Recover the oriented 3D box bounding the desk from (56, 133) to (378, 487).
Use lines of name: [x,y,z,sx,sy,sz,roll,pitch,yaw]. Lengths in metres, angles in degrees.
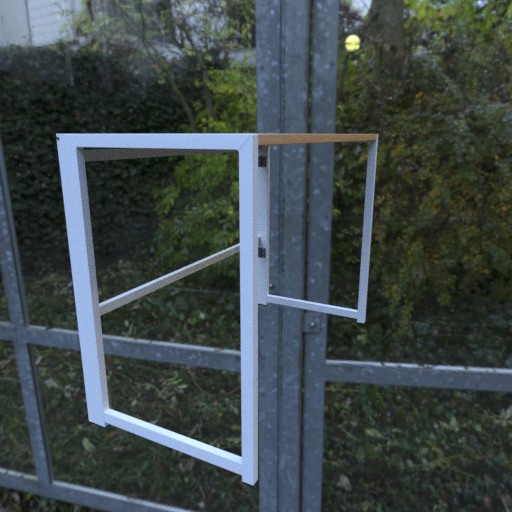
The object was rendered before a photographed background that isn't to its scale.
desk: [0.000,0.000,1.434,0.508,0.762,1.016,8,17,26]
